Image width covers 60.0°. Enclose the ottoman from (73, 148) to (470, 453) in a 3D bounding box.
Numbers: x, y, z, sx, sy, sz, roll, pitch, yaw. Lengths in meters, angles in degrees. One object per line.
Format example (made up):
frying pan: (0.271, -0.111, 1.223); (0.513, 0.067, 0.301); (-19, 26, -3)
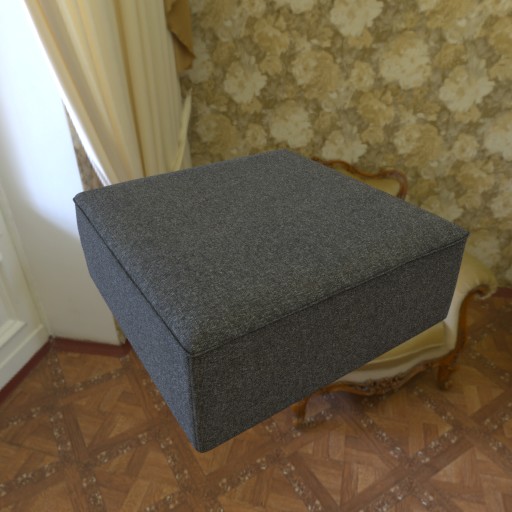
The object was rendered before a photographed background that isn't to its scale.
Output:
ottoman: (0.000, 0.000, 1.611); (1.017, 0.423, 1.021); (-19, 36, -27)
